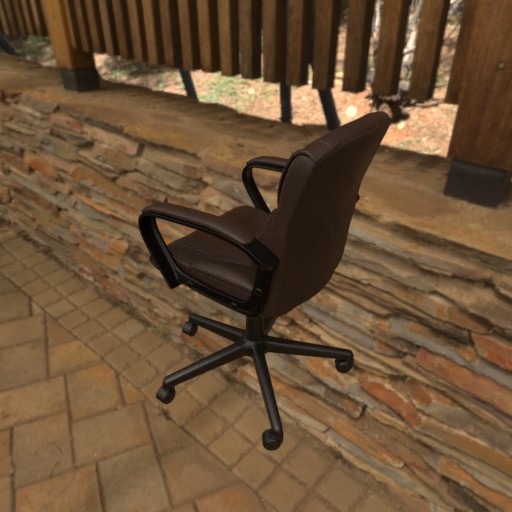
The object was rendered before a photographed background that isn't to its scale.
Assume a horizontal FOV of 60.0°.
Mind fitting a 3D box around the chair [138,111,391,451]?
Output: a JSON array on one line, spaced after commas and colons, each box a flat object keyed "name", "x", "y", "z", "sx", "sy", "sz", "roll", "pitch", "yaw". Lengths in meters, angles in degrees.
[{"name": "chair", "x": 0.000, "y": 0.000, "z": 1.504, "sx": 0.717, "sy": 1.004, "sz": 0.739, "roll": 21, "pitch": 37, "yaw": 31}]
